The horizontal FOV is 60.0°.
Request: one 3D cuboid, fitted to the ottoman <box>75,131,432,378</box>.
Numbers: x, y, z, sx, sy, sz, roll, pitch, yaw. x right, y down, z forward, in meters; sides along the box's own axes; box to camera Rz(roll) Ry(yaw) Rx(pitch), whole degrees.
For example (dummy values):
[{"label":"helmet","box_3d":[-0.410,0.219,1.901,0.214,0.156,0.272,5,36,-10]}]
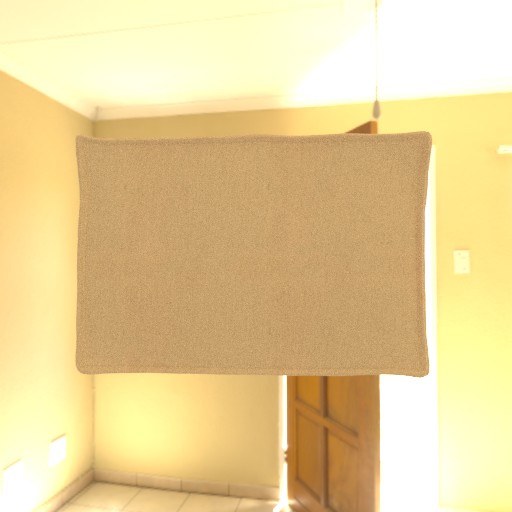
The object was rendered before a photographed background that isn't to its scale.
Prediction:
[{"label":"ottoman","box_3d":[0.000,0.000,1.152,0.696,0.470,0.707,0,-1,3]}]
